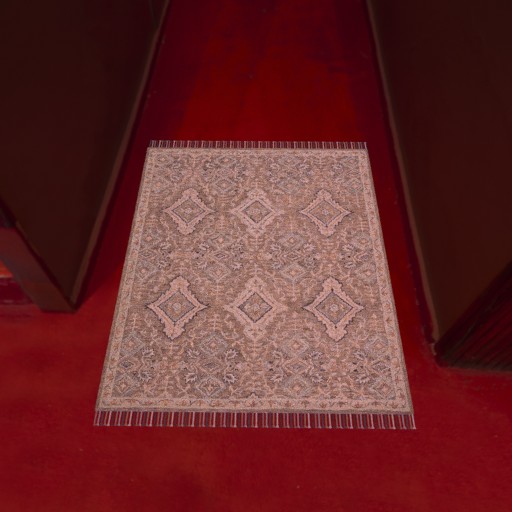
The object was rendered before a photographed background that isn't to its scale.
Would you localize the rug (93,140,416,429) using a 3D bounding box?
[{"bbox_3d":[0.000,0.000,4.150,2.437,0.010,3.056,1,57,0],"label":"rug"}]
